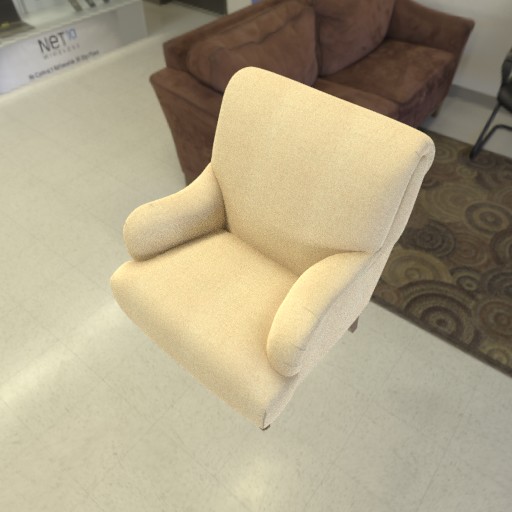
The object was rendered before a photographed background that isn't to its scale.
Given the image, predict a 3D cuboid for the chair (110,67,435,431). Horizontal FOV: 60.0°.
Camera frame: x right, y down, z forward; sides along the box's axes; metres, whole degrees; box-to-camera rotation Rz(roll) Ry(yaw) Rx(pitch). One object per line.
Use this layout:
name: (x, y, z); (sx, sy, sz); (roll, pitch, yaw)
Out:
chair: (0.000, 0.000, 1.568); (0.766, 0.944, 0.842); (33, 55, 26)
